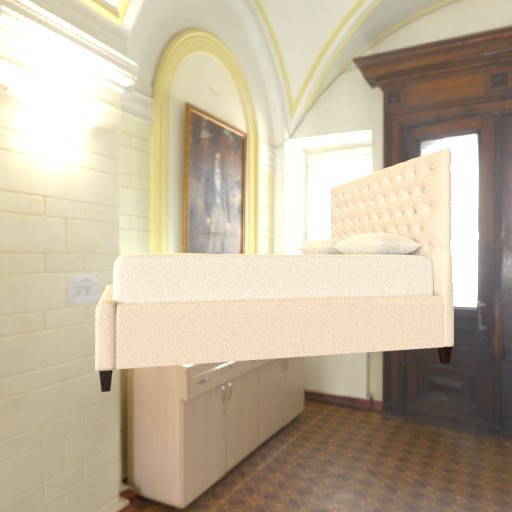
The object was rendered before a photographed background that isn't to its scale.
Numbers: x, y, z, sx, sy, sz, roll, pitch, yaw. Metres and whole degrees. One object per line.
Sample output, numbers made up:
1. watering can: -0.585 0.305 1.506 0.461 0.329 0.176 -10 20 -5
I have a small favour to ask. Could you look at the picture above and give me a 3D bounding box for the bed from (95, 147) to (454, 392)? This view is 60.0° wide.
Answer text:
1. bed: 0.000 0.000 3.391 2.233 1.426 1.696 0 0 -17
